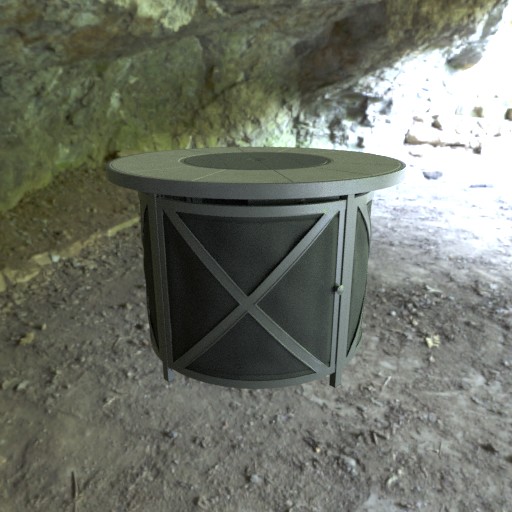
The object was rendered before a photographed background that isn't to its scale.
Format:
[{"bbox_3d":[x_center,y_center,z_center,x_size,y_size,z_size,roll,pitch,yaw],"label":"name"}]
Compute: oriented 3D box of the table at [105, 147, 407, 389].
[{"bbox_3d":[0.000,0.000,1.518,0.914,0.650,0.914,0,19,0],"label":"table"}]
